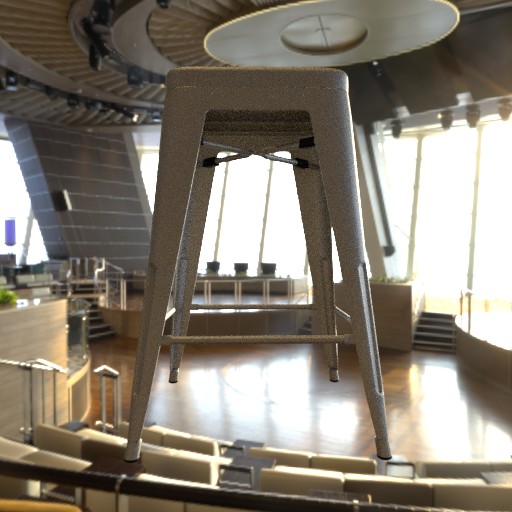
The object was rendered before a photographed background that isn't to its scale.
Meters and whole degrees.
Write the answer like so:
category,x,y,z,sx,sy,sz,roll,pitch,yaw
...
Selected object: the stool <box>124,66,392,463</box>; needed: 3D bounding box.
category,x,y,z,sx,sy,sz,roll,pitch,yaw
stool,0.000,0.000,0.858,0.406,0.610,0.406,0,1,-1
